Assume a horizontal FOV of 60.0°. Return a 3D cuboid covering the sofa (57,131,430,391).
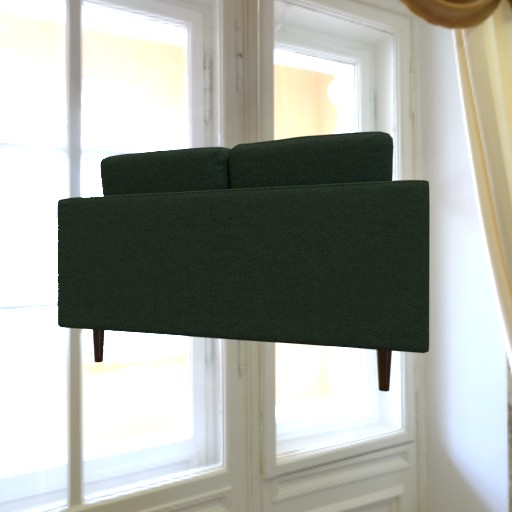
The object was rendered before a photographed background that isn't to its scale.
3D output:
[{"bbox_3d":[0.000,0.000,1.997,1.430,0.899,0.879,0,0,20],"label":"sofa"}]
